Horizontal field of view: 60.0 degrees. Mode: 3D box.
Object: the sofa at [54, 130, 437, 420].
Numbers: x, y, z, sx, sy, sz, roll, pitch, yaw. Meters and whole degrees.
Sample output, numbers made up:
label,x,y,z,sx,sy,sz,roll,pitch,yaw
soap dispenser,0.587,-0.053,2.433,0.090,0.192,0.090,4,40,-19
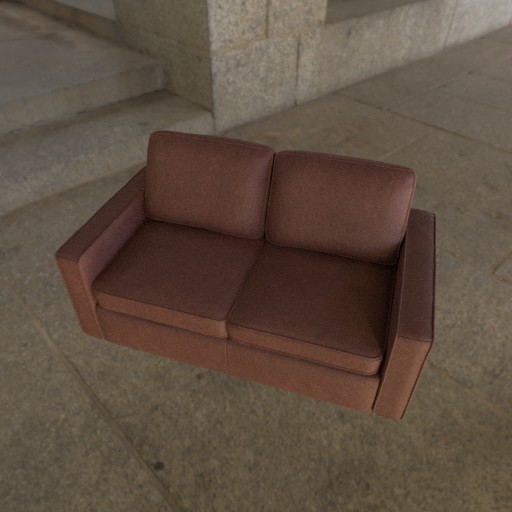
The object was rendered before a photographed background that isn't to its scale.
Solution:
label,x,y,z,sx,sy,sz,roll,pitch,yaw
sofa,0.000,0.000,2.273,1.709,0.918,0.947,12,42,13
